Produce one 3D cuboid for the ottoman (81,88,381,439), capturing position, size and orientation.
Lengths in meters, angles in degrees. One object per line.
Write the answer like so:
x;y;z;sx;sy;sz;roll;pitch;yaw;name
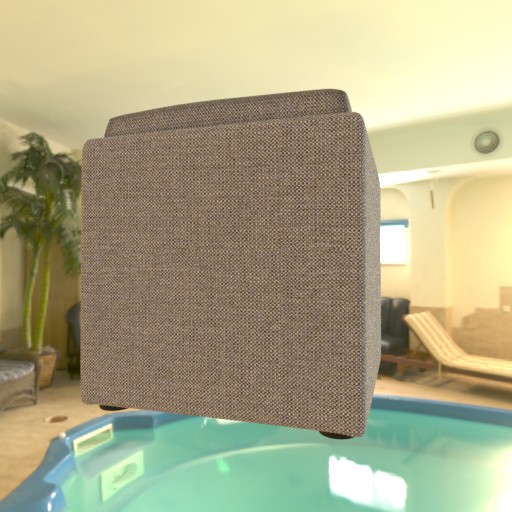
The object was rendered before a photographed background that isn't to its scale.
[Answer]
0.000;0.000;0.837;0.436;0.487;0.454;0;-1;18;ottoman
